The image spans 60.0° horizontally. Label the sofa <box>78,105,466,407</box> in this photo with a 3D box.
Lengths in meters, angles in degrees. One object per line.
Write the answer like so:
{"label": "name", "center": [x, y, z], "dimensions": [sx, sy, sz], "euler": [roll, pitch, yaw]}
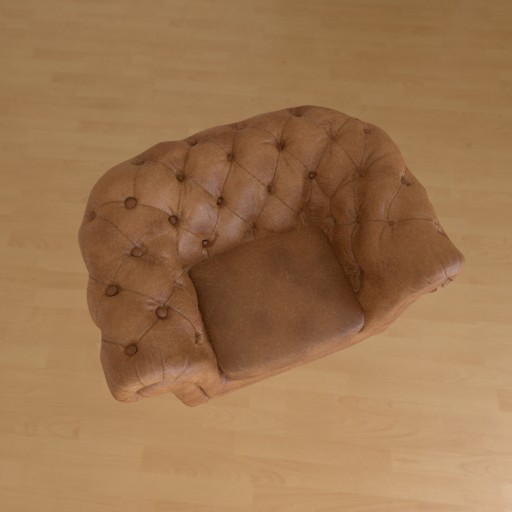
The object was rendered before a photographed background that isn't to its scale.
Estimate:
{"label": "sofa", "center": [0.000, 0.000, 2.060], "dimensions": [1.405, 0.878, 1.033], "euler": [-19, 66, -9]}
